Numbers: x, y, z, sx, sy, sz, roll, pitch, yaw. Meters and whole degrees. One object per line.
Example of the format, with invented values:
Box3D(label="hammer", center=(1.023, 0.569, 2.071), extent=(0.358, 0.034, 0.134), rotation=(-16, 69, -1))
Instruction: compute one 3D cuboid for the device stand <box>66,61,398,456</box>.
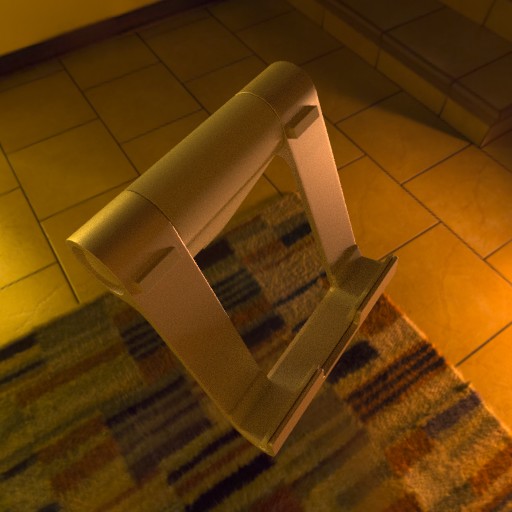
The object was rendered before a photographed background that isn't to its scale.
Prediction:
Box3D(label="device stand", center=(0.000, 0.000, 0.150), extent=(0.079, 0.084, 0.086), rotation=(32, 63, 18))
